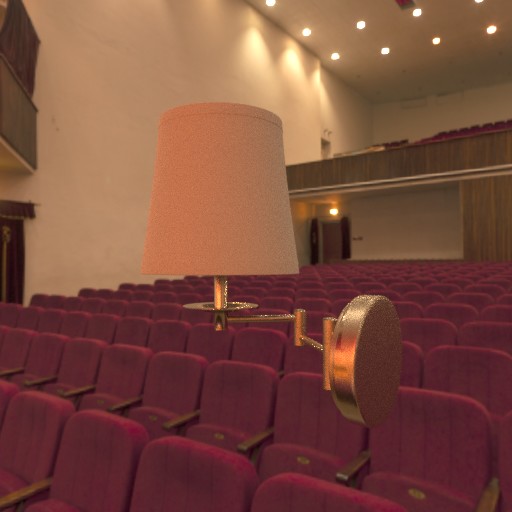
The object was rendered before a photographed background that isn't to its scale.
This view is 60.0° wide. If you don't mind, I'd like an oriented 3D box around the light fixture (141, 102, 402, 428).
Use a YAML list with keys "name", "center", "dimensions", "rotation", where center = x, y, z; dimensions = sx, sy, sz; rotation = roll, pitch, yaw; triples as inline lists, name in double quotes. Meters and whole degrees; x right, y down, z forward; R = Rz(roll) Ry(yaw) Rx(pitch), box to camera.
- name: "light fixture"
  center: [0.000, 0.000, 0.598]
  dimensions: [0.348, 0.381, 0.223]
  rotation: [-1, -1, 36]
